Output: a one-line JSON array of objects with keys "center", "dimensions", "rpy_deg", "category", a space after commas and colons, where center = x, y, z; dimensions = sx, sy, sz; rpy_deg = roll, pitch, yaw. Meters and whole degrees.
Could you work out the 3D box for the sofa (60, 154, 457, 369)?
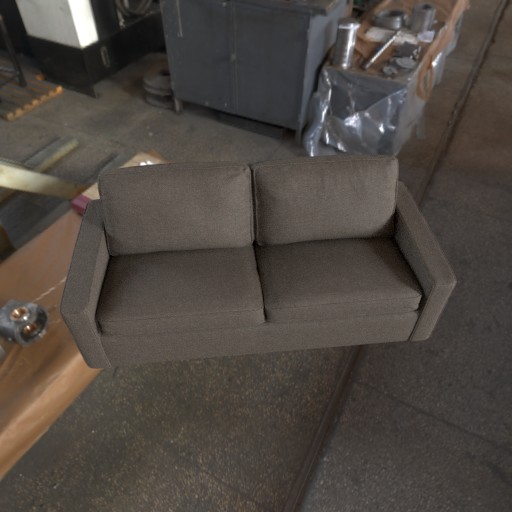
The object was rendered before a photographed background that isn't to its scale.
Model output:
[{"center": [0.000, 0.000, 2.666], "dimensions": [2.080, 0.919, 0.940], "rpy_deg": [-4, 46, -4], "category": "sofa"}]
